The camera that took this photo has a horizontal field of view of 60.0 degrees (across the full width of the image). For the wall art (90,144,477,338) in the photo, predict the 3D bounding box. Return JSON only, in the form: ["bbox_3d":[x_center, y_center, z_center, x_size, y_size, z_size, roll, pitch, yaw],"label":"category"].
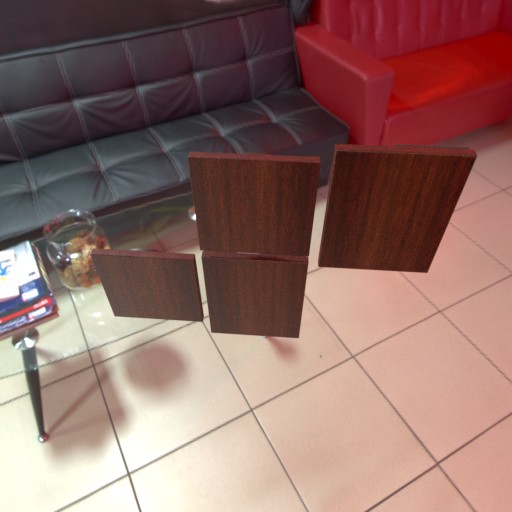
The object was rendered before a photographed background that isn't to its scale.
[{"bbox_3d":[0.000,0.000,0.838,0.635,0.497,0.030,3,47,3],"label":"wall art"}]
